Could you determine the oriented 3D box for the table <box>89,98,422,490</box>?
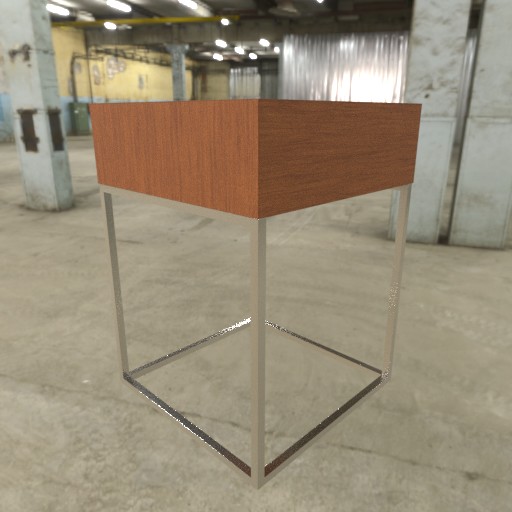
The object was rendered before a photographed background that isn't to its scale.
[{"bbox_3d":[0.000,0.000,0.831,0.398,0.540,0.397,17,24,42],"label":"table"}]
